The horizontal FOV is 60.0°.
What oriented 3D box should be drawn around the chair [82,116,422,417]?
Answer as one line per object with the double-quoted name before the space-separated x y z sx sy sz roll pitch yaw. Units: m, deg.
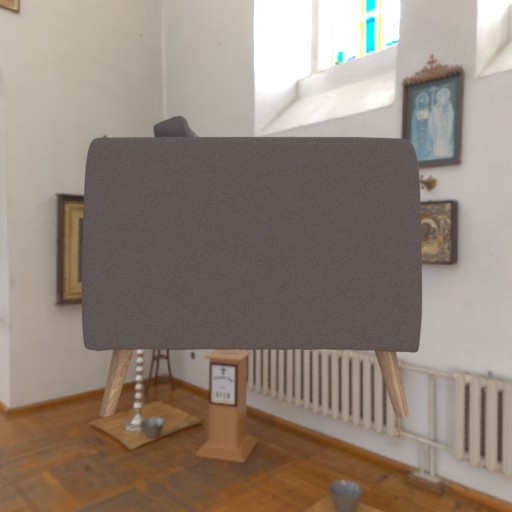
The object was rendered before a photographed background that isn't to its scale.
"chair" 0.000 0.000 1.657 0.930 0.860 1.000 0 0 0
